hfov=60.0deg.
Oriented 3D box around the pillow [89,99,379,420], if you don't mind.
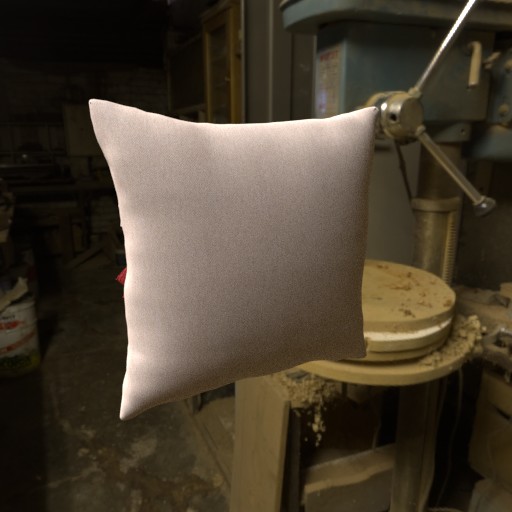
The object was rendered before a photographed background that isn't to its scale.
[{"bbox_3d":[0.000,0.000,0.668,0.433,0.436,0.173,-7,17,-24],"label":"pillow"}]
